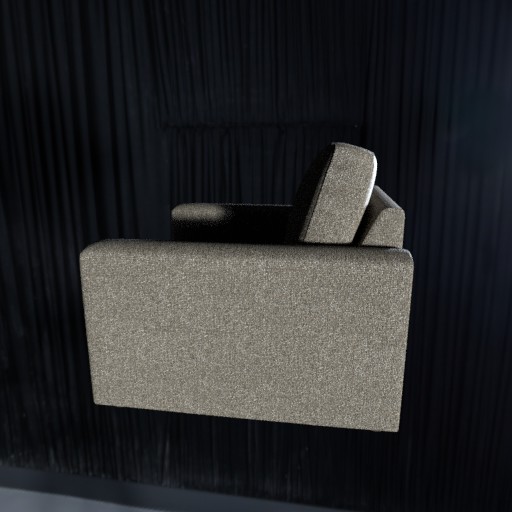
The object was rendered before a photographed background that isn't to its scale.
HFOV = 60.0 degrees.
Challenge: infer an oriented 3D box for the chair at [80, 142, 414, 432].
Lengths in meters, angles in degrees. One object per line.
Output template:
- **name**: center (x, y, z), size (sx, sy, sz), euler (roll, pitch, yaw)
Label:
- **chair**: center (0.000, 0.000, 1.767), size (1.016, 0.873, 1.005), euler (2, 15, 9)
